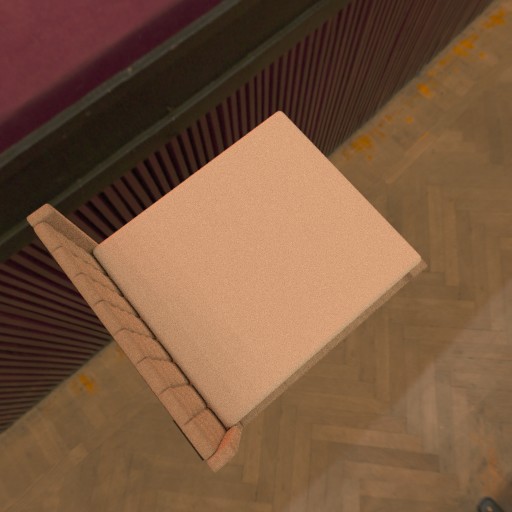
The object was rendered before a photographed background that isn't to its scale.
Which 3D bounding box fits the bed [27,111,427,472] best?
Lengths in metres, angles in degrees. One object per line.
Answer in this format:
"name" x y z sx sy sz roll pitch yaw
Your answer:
"bed" 0.000 0.000 3.785 2.370 1.743 2.045 -39 79 -9
